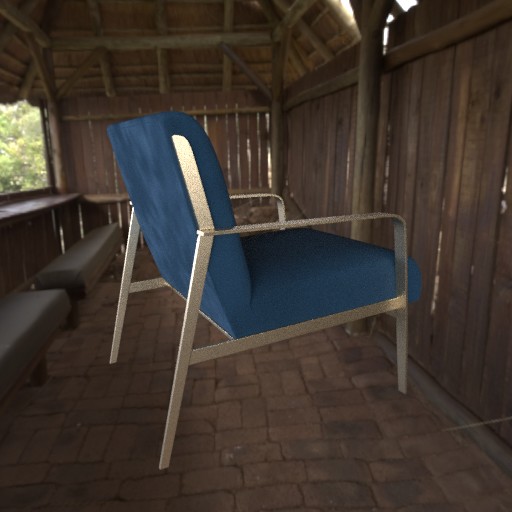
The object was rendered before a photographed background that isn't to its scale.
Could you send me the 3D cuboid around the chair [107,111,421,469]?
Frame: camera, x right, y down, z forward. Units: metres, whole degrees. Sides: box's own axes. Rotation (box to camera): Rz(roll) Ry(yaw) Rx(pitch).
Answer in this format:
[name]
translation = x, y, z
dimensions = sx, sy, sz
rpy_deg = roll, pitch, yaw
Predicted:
[chair]
translation = 0.000, 0.000, 1.432
dimensions = 0.859, 0.831, 0.692
rpy_deg = -7, 15, -27
